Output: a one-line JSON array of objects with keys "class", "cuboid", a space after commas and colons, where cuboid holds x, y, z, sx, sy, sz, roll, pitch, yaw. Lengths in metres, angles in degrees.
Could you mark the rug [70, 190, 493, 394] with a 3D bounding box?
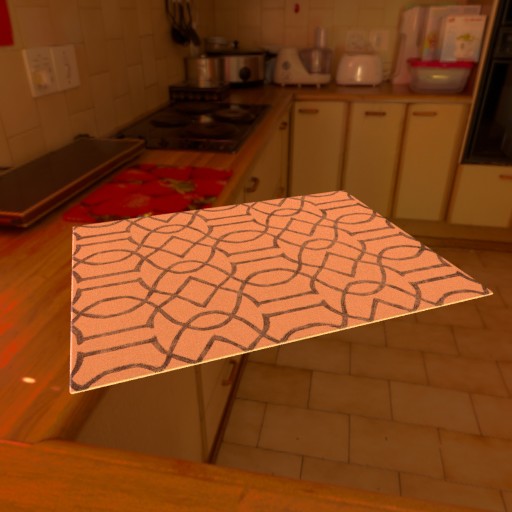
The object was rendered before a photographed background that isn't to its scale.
[{"class": "rug", "cuboid": [0.000, 0.000, 3.725, 2.910, 0.021, 2.211, -10, 31, -17]}]
